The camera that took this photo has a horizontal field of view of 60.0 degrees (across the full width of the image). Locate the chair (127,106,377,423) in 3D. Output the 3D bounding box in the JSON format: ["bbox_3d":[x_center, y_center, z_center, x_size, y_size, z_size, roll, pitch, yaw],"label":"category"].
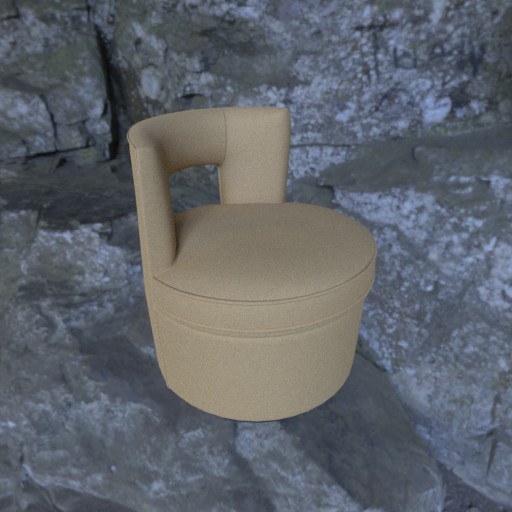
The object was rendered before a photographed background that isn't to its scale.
[{"bbox_3d":[0.000,0.000,1.258,0.665,0.723,0.650,18,33,31],"label":"chair"}]
